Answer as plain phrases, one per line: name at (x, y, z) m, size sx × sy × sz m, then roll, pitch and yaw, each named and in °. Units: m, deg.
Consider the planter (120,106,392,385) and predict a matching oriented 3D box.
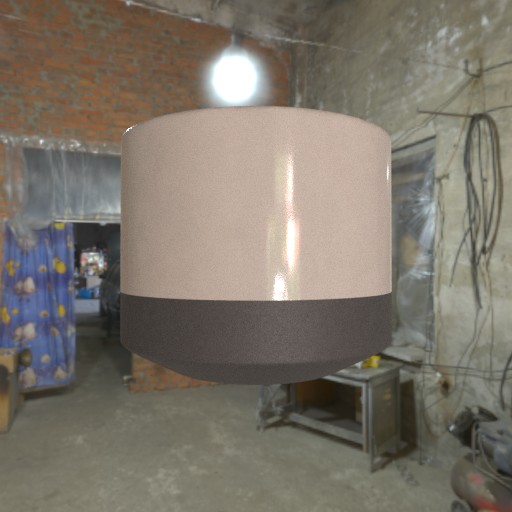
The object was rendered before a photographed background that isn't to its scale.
planter at (0.000, 0.000, 0.219) m, size 0.128 × 0.105 × 0.128 m, roll 0°, pitch -1°, yaw 0°
